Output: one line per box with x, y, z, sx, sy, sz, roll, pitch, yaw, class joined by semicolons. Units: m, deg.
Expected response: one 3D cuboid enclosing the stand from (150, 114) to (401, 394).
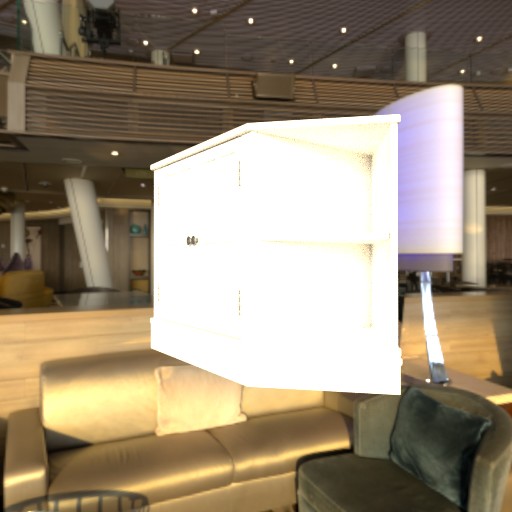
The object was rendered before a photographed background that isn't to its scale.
0.000;0.000;1.401;0.477;0.614;1.072;0;-1;-36;stand
